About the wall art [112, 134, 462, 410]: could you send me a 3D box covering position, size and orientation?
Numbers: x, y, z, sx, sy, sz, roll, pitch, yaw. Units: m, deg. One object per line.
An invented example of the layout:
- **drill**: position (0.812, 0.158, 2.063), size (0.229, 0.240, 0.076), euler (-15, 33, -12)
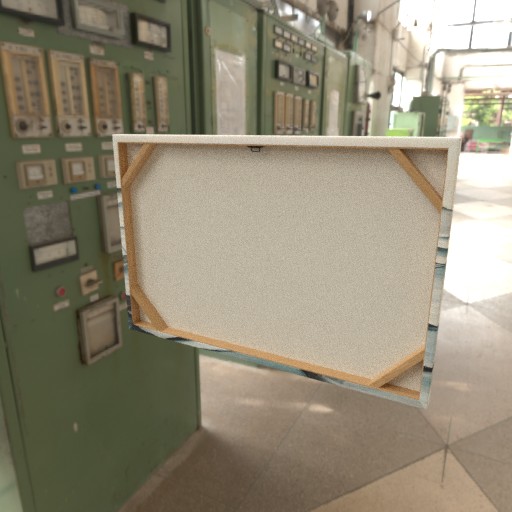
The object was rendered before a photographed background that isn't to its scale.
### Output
- **wall art**: position (0.000, 0.000, 1.161), size (0.914, 0.609, 0.039), euler (8, 18, 27)
